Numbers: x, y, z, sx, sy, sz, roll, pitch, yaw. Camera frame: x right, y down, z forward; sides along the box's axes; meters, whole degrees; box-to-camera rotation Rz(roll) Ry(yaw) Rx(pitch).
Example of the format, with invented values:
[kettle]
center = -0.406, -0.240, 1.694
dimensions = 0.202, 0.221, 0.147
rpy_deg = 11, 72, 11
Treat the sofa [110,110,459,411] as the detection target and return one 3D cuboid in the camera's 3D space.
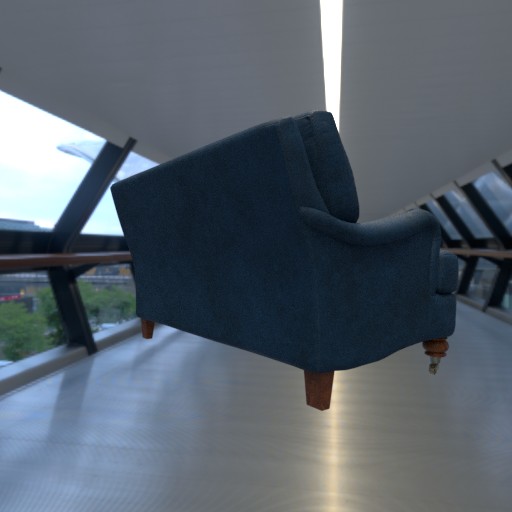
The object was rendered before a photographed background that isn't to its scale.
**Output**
[sofa]
center = 0.000, 0.000, 2.474
dimensions = 1.084, 1.101, 1.853
rpy_deg = 0, 0, -36
